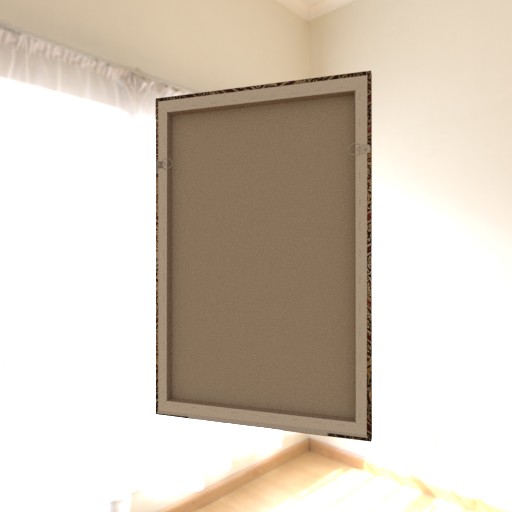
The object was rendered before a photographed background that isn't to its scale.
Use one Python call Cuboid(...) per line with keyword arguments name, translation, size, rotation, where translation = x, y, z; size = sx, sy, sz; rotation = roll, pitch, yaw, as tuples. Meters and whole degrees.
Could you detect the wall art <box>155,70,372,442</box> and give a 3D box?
Cuboid(name="wall art", translation=(0.000, 0.000, 0.785), size=(0.397, 0.599, 0.020), rotation=(0, 0, 18))
